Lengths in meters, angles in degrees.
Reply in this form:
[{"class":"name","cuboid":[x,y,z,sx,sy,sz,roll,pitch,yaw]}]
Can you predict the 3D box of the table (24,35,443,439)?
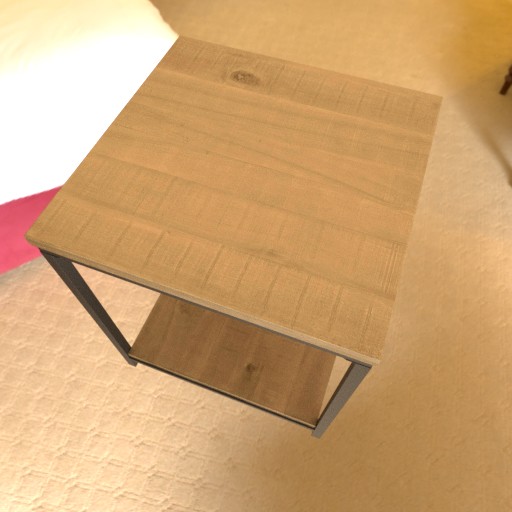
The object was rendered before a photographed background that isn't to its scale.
[{"class":"table","cuboid":[0.000,0.000,0.948,0.507,0.589,0.503,18,60,11]}]
